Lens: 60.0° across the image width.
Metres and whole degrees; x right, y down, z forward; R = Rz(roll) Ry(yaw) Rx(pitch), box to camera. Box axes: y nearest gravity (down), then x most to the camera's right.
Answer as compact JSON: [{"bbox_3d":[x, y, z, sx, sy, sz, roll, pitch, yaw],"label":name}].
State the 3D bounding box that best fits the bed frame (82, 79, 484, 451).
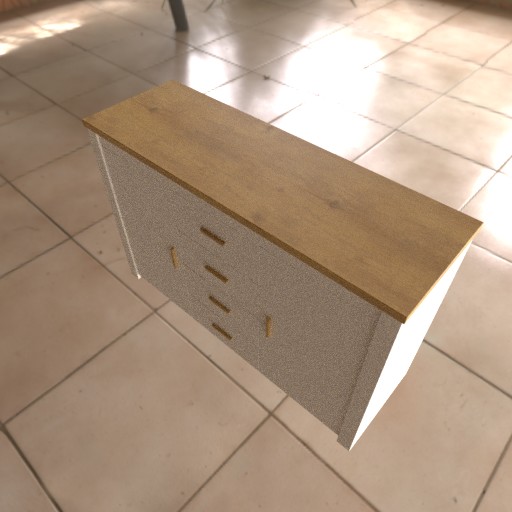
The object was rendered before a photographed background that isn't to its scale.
[{"bbox_3d":[0.000,0.000,1.715,1.300,0.850,0.430,33,55,27],"label":"bed frame"}]
